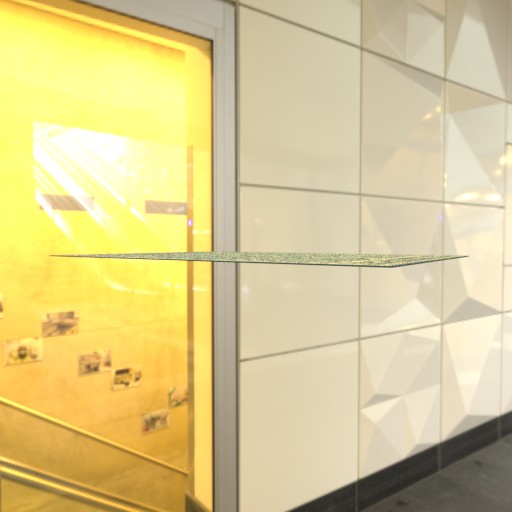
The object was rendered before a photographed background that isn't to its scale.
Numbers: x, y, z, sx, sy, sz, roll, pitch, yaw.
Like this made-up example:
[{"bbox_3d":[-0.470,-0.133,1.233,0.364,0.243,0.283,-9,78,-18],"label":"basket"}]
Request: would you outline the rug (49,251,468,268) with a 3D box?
[{"bbox_3d":[0.000,0.000,2.293,1.819,0.005,1.200,1,2,35],"label":"rug"}]
